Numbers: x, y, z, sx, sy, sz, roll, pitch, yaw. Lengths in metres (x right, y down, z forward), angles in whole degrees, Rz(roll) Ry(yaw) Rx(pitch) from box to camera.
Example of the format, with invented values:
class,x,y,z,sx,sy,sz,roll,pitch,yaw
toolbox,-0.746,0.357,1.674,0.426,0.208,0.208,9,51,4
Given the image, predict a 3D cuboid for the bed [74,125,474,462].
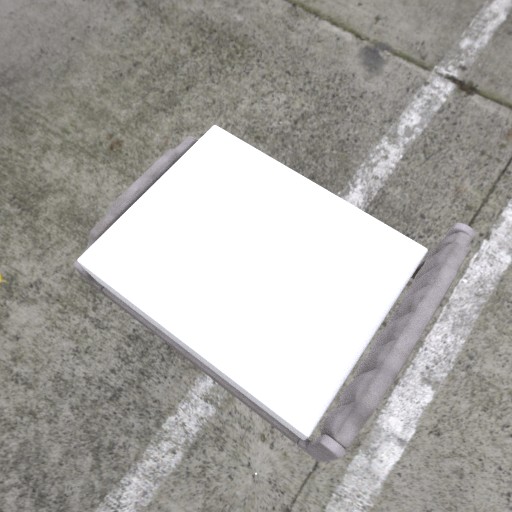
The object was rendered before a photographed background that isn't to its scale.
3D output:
class,x,y,z,sx,sy,sz,roll,pitch,yaw
bed,0.000,0.000,3.246,2.340,1.245,1.676,34,68,15
